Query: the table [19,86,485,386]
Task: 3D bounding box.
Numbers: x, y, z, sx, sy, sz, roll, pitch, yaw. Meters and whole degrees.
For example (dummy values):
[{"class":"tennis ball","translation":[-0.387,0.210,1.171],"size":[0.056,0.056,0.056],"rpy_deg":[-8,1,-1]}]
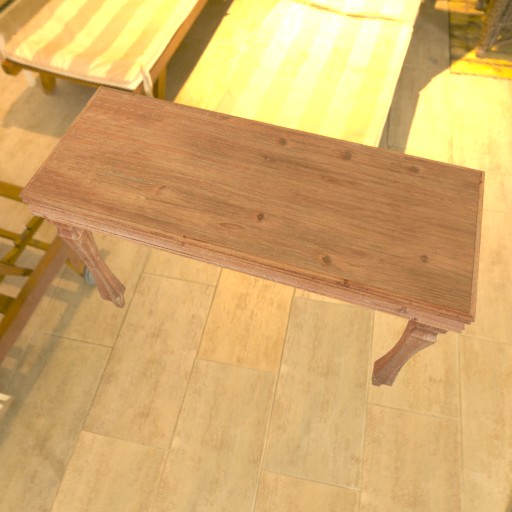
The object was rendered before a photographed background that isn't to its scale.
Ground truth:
[{"class":"table","translation":[0.000,0.000,1.725],"size":[1.330,0.873,0.522],"rpy_deg":[15,61,9]}]
